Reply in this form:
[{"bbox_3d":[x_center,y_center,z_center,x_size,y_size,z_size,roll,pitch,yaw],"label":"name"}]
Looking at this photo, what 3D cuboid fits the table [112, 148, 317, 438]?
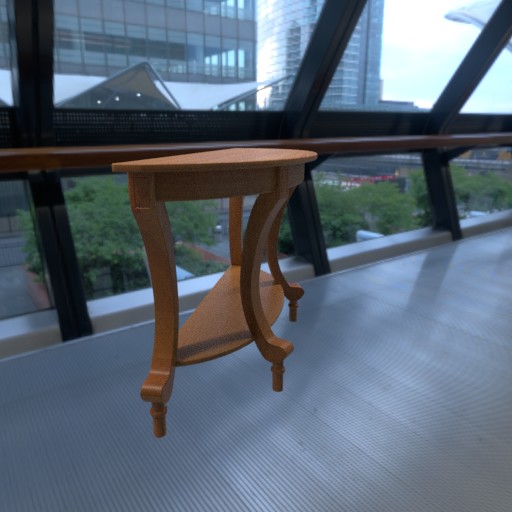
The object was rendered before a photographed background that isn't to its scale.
[{"bbox_3d":[0.000,0.000,1.533,0.394,0.692,1.198,3,15,9],"label":"table"}]
